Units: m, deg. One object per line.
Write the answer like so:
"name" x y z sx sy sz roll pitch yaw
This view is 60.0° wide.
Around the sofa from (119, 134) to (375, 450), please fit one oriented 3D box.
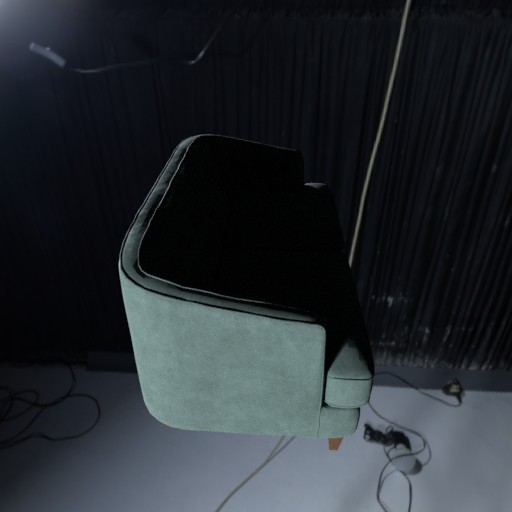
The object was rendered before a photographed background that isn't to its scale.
"sofa" 0.000 0.000 2.291 0.941 0.855 1.733 1 32 2
